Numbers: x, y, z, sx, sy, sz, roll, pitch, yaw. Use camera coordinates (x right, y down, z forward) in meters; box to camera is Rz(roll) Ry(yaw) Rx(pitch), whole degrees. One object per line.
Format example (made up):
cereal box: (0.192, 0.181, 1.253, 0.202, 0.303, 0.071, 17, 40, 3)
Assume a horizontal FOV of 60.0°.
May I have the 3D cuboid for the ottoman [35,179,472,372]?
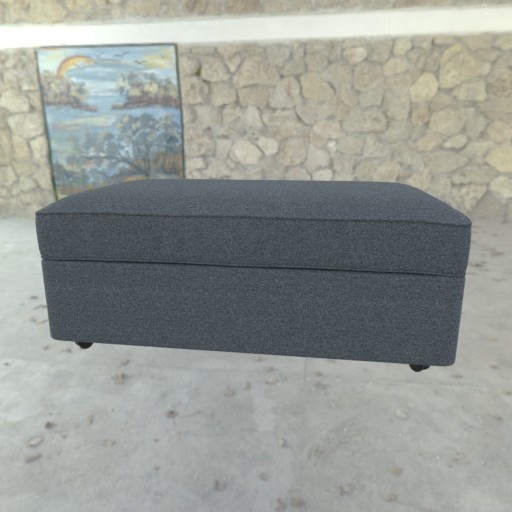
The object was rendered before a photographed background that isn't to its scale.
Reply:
ottoman: (0.000, 0.000, 1.510, 1.173, 0.494, 0.681, 2, 15, 8)
